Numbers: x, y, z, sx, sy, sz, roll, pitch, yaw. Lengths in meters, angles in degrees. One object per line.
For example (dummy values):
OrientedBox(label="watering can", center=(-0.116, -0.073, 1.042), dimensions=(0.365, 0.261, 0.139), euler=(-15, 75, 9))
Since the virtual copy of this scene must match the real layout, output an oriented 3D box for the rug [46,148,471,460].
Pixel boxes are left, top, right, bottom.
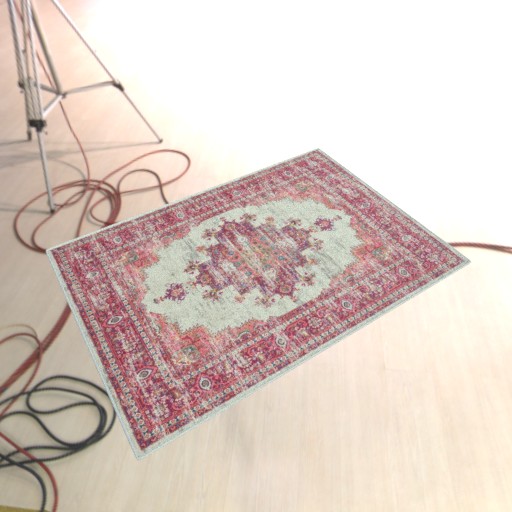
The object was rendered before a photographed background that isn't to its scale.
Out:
OrientedBox(label="rug", center=(0.000, 0.000, 2.818), dimensions=(2.232, 0.011, 1.555), euler=(-25, 51, -22))
